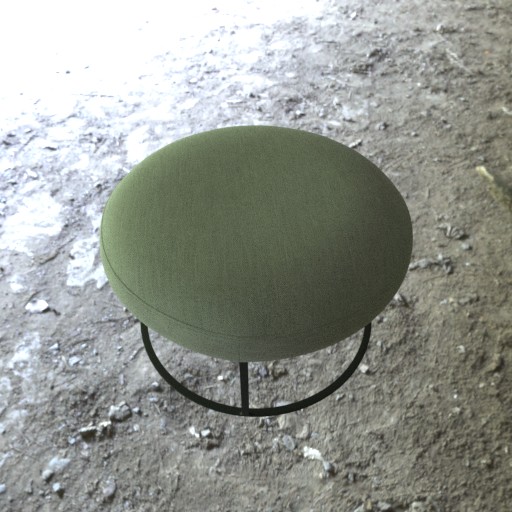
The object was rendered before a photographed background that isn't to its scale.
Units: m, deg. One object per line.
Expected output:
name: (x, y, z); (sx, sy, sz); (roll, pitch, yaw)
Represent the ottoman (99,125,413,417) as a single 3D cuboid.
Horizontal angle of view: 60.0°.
ottoman: (0.000, 0.000, 1.213); (0.769, 0.459, 0.769); (0, 46, 0)
